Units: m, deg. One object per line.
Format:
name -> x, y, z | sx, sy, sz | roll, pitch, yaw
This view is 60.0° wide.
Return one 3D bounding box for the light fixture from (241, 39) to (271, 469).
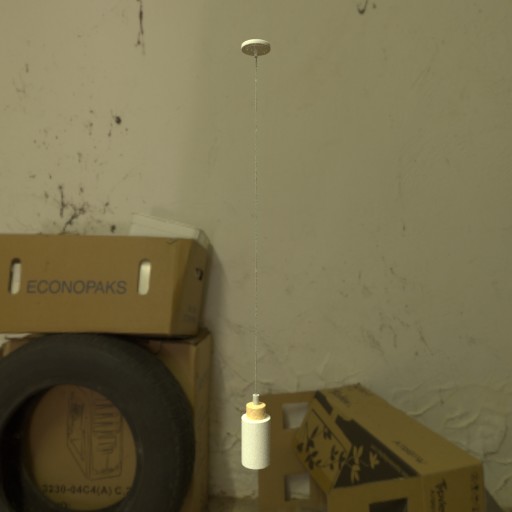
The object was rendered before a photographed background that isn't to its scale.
light fixture -> 0.000, 0.000, 1.916 | 0.125, 1.798, 0.125 | 0, 1, -19
